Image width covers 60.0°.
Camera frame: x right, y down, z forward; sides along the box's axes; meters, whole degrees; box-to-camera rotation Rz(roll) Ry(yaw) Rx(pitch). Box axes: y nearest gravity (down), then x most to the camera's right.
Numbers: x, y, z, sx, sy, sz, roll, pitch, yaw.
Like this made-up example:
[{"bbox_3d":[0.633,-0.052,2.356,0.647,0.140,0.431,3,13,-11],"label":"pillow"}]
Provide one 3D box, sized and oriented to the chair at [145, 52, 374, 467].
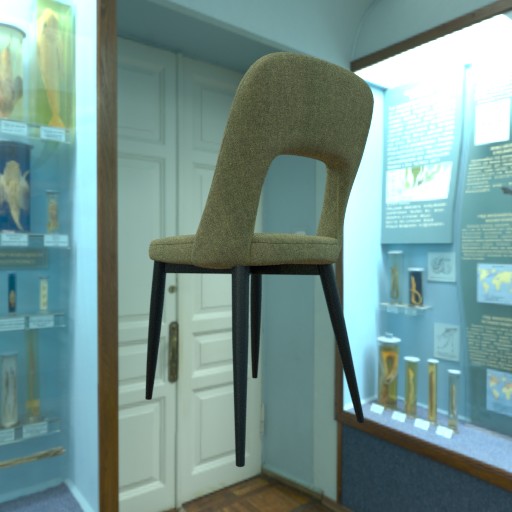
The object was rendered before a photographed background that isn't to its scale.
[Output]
[{"bbox_3d":[0.000,0.000,1.288,0.470,0.931,0.612,0,1,-36],"label":"chair"}]
